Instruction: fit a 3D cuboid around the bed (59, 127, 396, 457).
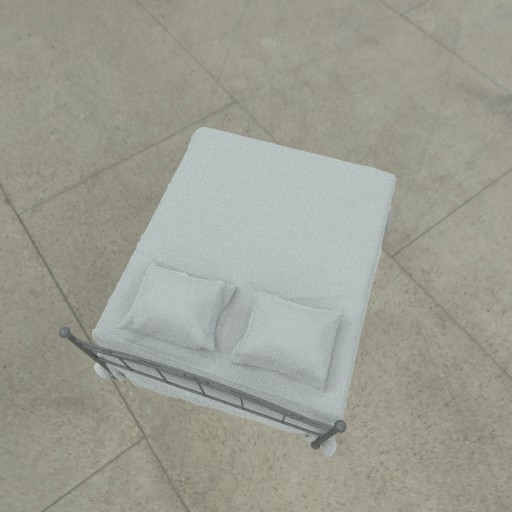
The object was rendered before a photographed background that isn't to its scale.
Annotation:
[{"bbox_3d":[0.000,0.000,3.291,1.936,1.080,2.215,16,63,8],"label":"bed"}]
